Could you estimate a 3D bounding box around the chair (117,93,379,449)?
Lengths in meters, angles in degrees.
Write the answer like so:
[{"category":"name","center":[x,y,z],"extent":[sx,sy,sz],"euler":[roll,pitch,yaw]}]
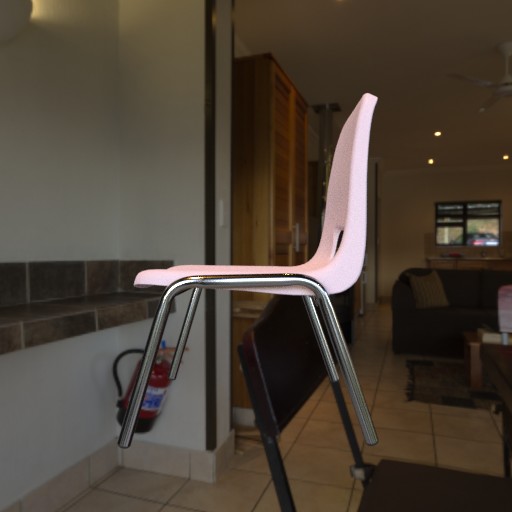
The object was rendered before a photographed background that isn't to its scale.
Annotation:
[{"category":"chair","center":[0.000,0.000,0.786],"extent":[0.385,0.536,0.354],"euler":[0,0,1]}]
